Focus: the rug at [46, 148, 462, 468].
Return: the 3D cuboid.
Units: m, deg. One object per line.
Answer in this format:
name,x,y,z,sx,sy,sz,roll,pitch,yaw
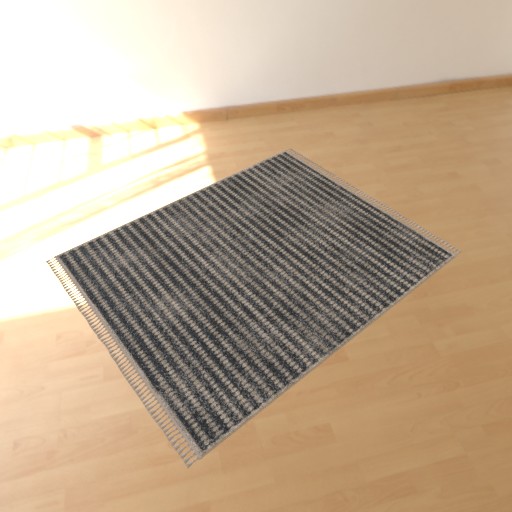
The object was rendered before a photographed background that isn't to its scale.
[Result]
rug,0.000,0.000,3.903,2.910,0.013,2.256,-30,52,-27
